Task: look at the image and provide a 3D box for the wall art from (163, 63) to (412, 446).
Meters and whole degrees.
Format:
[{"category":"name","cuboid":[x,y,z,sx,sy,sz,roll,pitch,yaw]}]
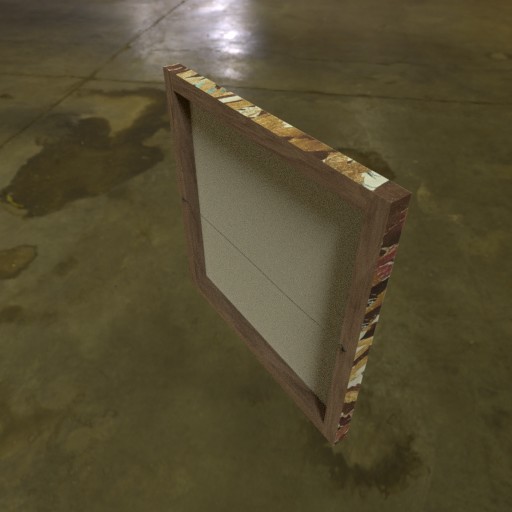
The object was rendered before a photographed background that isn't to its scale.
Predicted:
[{"category":"wall art","cuboid":[0.000,0.000,0.927,0.041,0.613,0.609,-25,47,-26]}]
